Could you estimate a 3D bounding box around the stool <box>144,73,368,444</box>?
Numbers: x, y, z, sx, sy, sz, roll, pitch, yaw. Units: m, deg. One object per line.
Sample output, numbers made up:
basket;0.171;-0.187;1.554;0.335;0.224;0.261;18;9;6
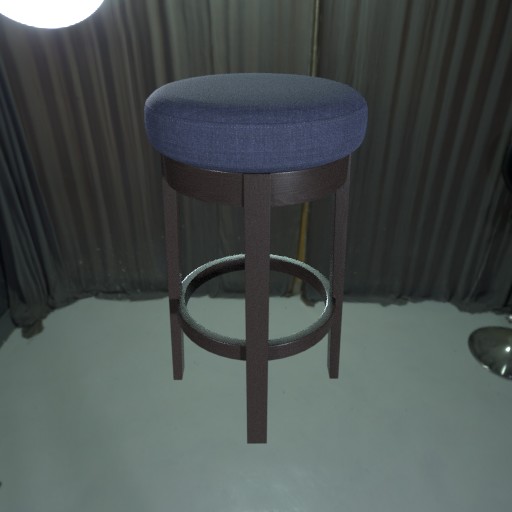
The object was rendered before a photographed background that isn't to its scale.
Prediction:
stool;0.000;0.000;1.032;0.446;0.758;0.446;0;30;0
